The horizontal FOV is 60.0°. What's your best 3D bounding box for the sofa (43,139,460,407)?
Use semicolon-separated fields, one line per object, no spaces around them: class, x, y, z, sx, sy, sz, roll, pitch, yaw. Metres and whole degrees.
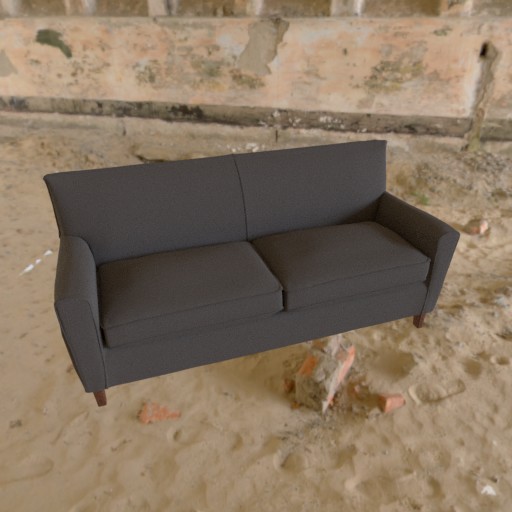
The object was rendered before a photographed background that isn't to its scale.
sofa;0.000;0.000;2.410;2.002;0.907;0.843;-10;31;-16
